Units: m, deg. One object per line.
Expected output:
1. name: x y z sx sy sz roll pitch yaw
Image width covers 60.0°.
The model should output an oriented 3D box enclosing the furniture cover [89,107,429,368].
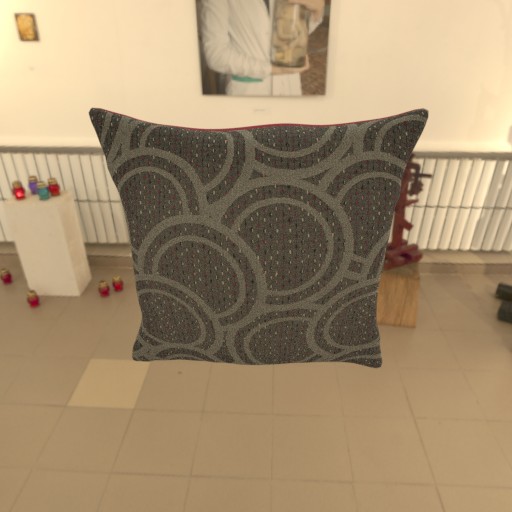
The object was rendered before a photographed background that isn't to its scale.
1. furniture cover: 0.000 0.000 0.792 0.514 0.513 0.163 1 30 2
